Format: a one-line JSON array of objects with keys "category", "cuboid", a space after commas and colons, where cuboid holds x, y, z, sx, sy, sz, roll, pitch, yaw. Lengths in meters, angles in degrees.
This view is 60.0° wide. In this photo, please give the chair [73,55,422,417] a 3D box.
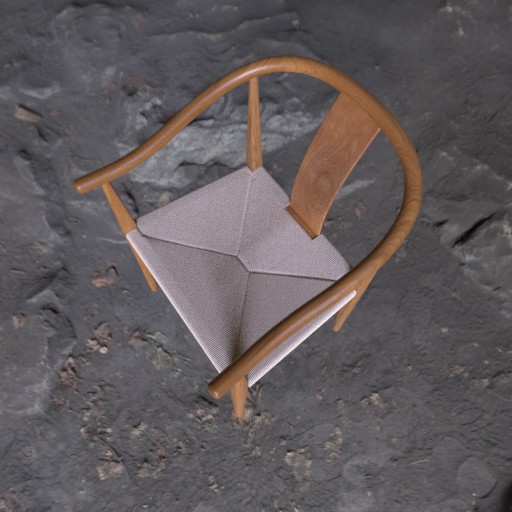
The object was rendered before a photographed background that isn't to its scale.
[{"category": "chair", "cuboid": [0.000, 0.000, 1.165, 0.579, 0.800, 0.556, -34, 70, -14]}]
